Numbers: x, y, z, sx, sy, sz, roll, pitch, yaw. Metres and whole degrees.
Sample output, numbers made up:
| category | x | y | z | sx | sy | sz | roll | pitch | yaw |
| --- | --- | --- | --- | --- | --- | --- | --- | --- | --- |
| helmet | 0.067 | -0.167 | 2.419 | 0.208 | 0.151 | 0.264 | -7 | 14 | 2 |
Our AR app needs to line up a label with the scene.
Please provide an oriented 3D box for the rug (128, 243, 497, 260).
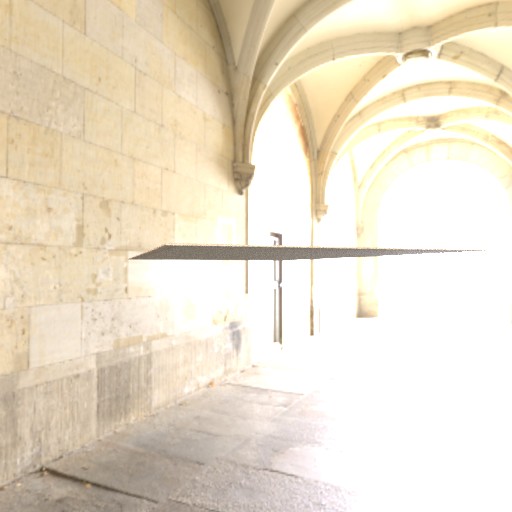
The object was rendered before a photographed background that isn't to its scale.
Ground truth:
| category | x | y | z | sx | sy | sz | roll | pitch | yaw |
| --- | --- | --- | --- | --- | --- | --- | --- | --- | --- |
| rug | 0.000 | 0.000 | 2.957 | 1.524 | 0.008 | 2.440 | 1 | -2 | -19 |
